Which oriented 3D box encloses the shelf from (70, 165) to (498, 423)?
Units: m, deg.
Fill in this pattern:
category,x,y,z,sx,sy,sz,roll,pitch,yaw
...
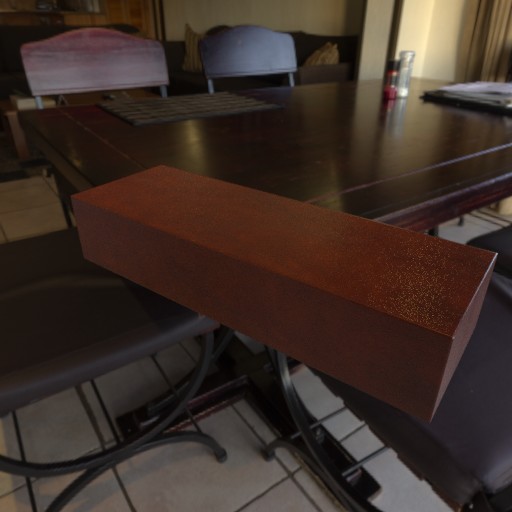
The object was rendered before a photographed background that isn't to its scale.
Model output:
category,x,y,z,sx,sy,sz,roll,pitch,yaw
shelf,0.000,0.000,0.506,0.457,0.088,0.152,20,35,31
